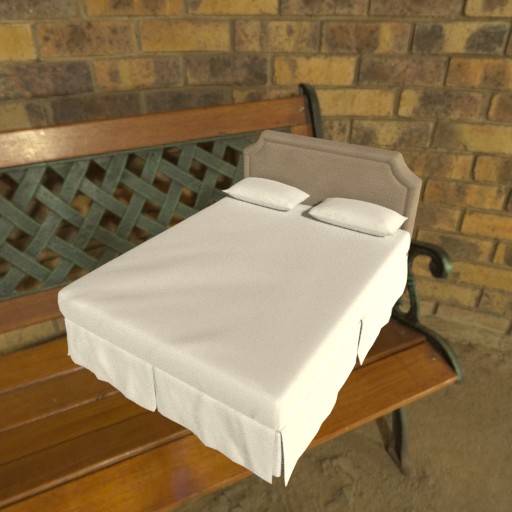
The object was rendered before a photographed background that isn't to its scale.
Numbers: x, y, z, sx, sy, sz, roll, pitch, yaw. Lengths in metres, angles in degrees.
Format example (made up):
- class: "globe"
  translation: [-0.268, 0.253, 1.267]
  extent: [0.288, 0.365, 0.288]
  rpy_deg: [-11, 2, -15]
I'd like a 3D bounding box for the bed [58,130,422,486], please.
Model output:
- class: "bed"
  translation: [0.000, 0.000, 3.557]
  extent: [1.977, 1.293, 2.498]
  rpy_deg: [18, 35, 28]
